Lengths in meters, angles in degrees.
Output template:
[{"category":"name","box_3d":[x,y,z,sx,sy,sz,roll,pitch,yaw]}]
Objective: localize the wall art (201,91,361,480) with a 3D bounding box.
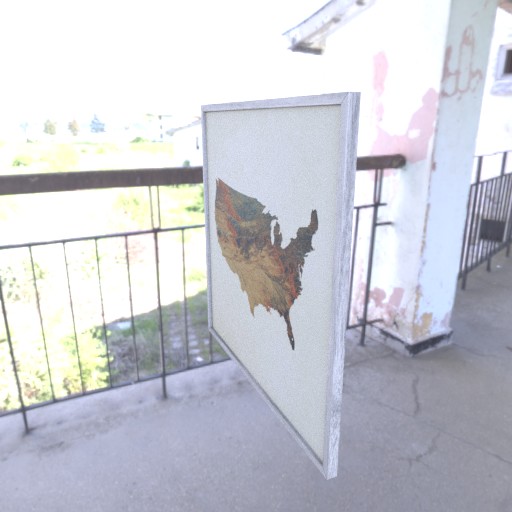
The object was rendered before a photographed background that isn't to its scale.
[{"category":"wall art","box_3d":[0.000,0.000,0.765,0.016,0.507,0.508,-8,19,-24]}]
